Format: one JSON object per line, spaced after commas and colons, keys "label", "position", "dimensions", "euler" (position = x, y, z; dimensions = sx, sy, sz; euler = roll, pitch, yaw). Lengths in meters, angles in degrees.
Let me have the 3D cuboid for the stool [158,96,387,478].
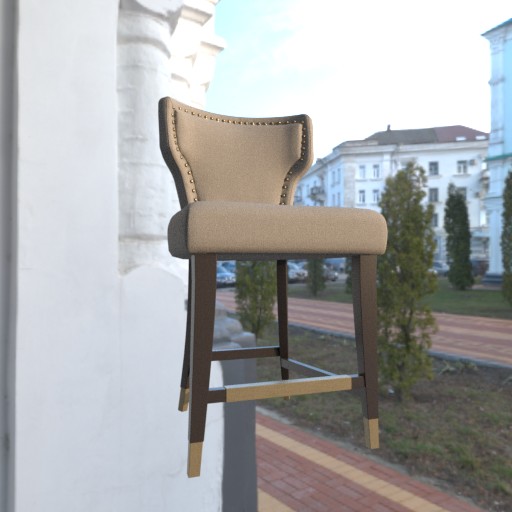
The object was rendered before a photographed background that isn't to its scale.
{"label": "stool", "position": [0.000, 0.000, 1.290], "dimensions": [0.527, 0.982, 0.563], "euler": [0, -1, -19]}
